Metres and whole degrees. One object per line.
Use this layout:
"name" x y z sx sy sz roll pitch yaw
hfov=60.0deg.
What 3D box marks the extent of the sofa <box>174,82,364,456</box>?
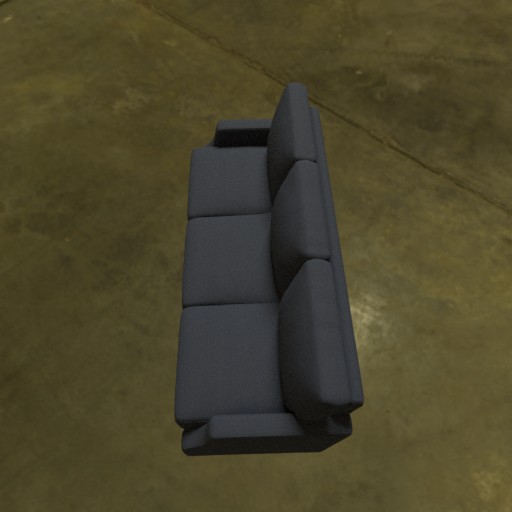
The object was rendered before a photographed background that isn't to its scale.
"sofa" 0.000 0.000 2.670 0.888 0.984 2.115 -1 58 -1
